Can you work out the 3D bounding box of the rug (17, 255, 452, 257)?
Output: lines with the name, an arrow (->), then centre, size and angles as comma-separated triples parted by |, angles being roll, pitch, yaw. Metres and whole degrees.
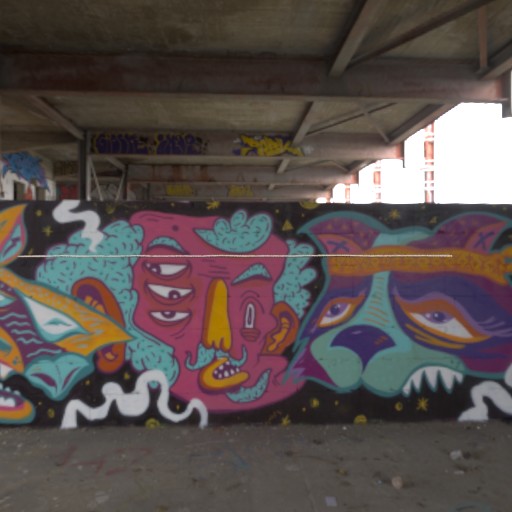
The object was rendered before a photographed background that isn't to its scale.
rug -> 0.000, 0.000, 4.071 | 3.061, 0.022, 2.468 | 0, 0, 17
